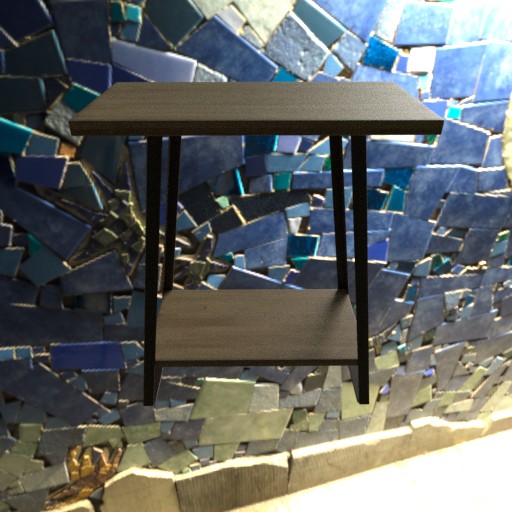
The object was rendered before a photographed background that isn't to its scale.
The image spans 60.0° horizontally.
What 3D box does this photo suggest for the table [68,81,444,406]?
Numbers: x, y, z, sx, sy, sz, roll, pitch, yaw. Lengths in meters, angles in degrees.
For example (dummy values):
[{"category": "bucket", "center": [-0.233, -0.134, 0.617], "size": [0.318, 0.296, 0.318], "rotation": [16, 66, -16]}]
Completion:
[{"category": "table", "center": [0.000, 0.000, 1.018], "size": [0.599, 0.701, 0.300], "rotation": [0, 33, 0]}]
